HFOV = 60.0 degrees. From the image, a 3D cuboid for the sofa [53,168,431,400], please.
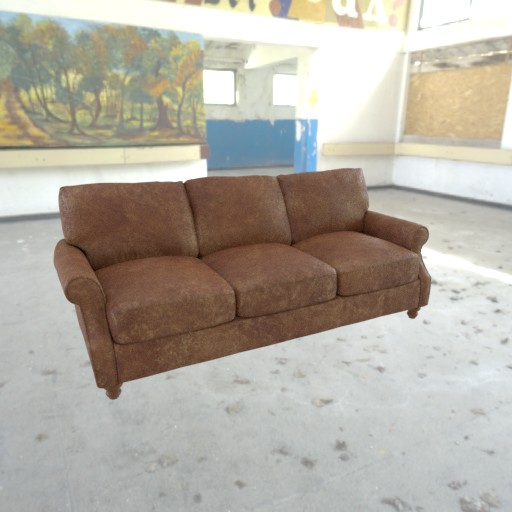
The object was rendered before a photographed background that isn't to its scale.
[{"bbox_3d":[0.000,0.000,2.851,2.351,0.977,0.973,-9,19,-26],"label":"sofa"}]
